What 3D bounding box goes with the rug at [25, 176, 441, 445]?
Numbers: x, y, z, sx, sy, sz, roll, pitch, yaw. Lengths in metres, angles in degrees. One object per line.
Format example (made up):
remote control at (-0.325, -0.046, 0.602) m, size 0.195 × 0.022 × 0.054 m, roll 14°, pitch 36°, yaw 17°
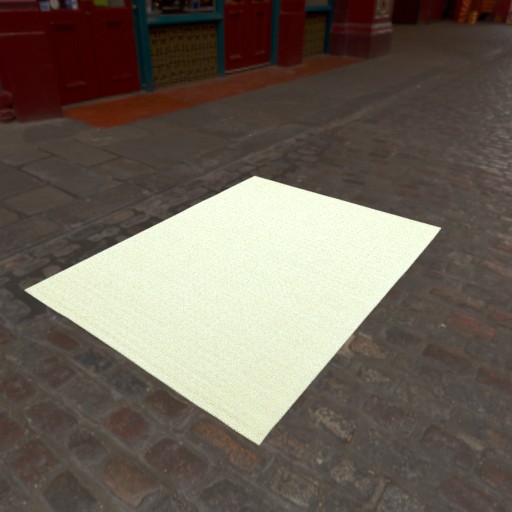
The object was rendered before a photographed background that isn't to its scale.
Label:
rug at (0.000, 0.000, 4.173) m, size 2.452 × 0.016 × 3.204 m, roll 22°, pitch 38°, yaw 31°
